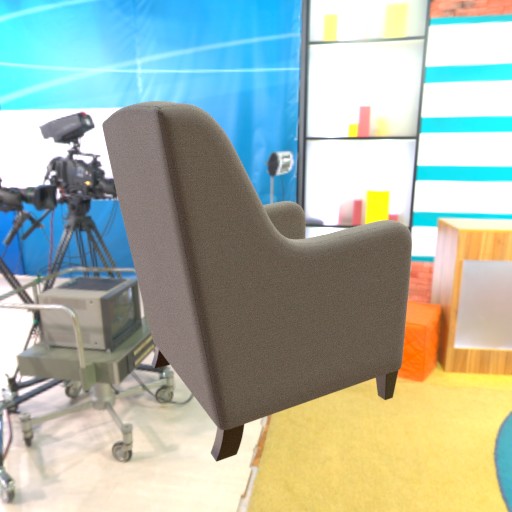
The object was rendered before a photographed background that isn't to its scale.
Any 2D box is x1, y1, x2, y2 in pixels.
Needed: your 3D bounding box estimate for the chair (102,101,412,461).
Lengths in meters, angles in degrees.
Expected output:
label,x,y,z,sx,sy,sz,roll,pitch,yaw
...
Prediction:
label,x,y,z,sx,sy,sz,roll,pitch,yaw
chair,0.000,0.000,1.613,0.896,1.017,0.715,-7,15,-28
